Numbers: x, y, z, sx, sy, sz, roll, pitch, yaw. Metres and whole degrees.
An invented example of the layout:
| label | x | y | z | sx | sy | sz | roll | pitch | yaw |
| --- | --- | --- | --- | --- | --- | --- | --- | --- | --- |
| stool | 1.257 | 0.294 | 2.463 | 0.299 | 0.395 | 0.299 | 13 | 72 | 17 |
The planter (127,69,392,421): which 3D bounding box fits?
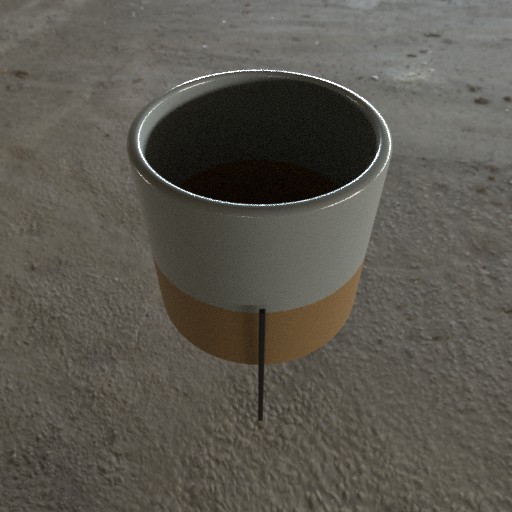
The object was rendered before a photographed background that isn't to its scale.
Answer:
| label | x | y | z | sx | sy | sz | roll | pitch | yaw |
| --- | --- | --- | --- | --- | --- | --- | --- | --- | --- |
| planter | 0.000 | 0.000 | 0.662 | 0.310 | 0.432 | 0.310 | 10 | 48 | 9 |
